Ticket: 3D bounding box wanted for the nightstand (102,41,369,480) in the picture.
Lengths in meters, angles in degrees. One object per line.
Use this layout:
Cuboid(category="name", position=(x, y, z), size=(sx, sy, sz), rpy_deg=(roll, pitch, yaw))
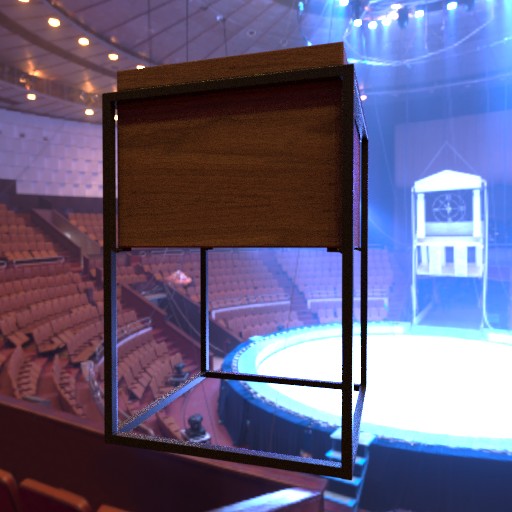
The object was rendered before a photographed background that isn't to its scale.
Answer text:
Cuboid(category="nightstand", position=(0.000, 0.000, 0.849), size=(0.397, 0.607, 0.397), rpy_deg=(0, 1, 17))
